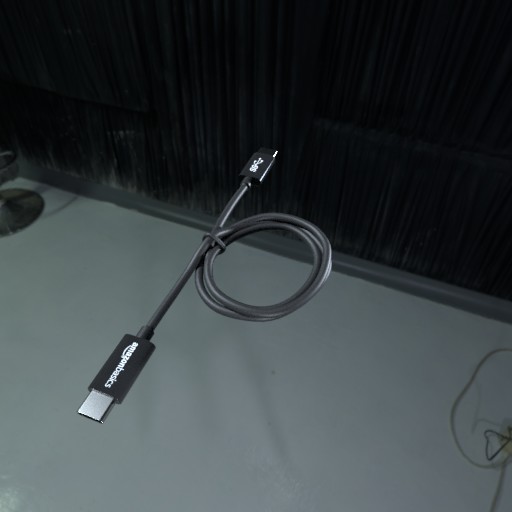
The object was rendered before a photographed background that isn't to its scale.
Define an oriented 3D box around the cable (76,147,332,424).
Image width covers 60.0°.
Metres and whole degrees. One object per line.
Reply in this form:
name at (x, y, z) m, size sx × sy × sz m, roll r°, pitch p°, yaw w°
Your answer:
cable at (0.000, 0.000, 0.209) m, size 0.070 × 0.014 × 0.186 m, roll 15°, pitch 47°, yaw 14°
